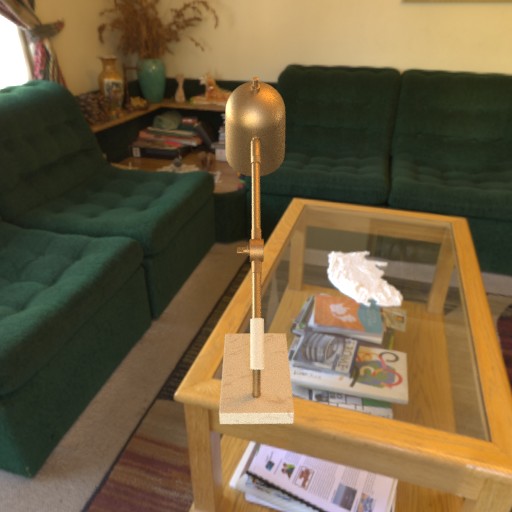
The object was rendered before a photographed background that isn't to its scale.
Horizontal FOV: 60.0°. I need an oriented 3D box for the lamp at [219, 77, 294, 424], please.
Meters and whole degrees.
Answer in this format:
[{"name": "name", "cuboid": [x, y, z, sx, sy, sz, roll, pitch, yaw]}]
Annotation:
[{"name": "lamp", "cuboid": [0.000, 0.000, 0.831, 0.144, 0.603, 0.471, 0, 30, 0]}]
